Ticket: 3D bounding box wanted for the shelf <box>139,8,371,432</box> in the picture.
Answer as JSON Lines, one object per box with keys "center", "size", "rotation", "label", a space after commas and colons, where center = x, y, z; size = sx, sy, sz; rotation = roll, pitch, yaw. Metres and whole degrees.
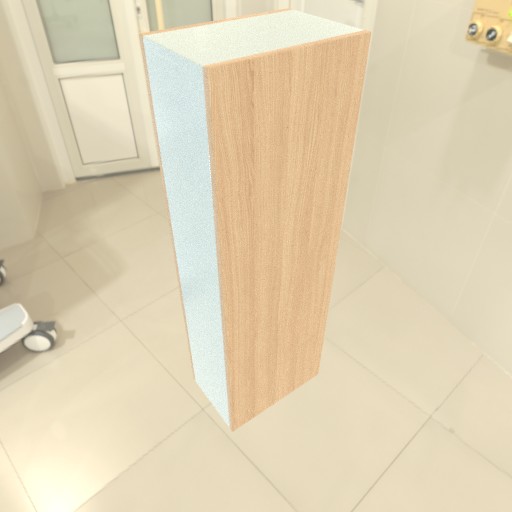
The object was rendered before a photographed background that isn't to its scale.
{"center": [0.000, 0.000, 0.951], "size": [0.290, 0.882, 0.197], "rotation": [-25, 47, -27], "label": "shelf"}
